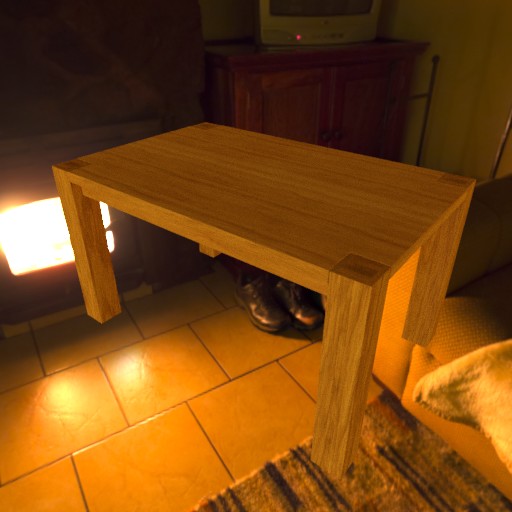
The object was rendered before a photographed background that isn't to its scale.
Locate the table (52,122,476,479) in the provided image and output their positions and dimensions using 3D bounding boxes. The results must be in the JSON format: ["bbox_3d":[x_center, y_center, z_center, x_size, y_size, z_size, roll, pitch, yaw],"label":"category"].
[{"bbox_3d":[0.000,0.000,1.920,1.400,0.760,0.900,22,37,32],"label":"table"}]
